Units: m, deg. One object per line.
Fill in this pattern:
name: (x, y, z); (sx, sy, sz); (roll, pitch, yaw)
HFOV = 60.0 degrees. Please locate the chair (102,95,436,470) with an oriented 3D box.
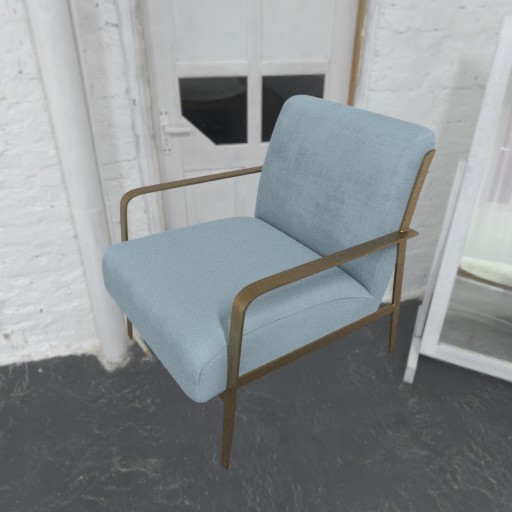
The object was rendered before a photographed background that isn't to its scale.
chair: (0.000, 0.000, 1.440); (0.842, 0.824, 0.701); (-22, 38, -30)
